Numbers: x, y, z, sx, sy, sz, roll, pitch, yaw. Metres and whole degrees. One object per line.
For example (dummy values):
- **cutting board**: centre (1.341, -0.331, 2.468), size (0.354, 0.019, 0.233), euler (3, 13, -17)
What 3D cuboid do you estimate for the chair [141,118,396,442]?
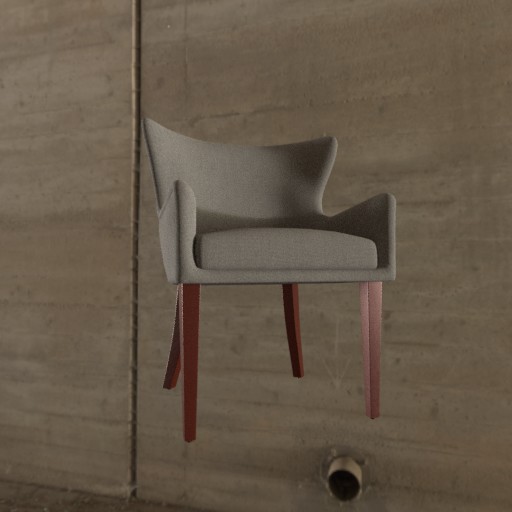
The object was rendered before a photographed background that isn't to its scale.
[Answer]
- **chair**: centre (0.000, 0.000, 1.479), size (0.732, 0.948, 0.677), euler (0, -1, -18)
